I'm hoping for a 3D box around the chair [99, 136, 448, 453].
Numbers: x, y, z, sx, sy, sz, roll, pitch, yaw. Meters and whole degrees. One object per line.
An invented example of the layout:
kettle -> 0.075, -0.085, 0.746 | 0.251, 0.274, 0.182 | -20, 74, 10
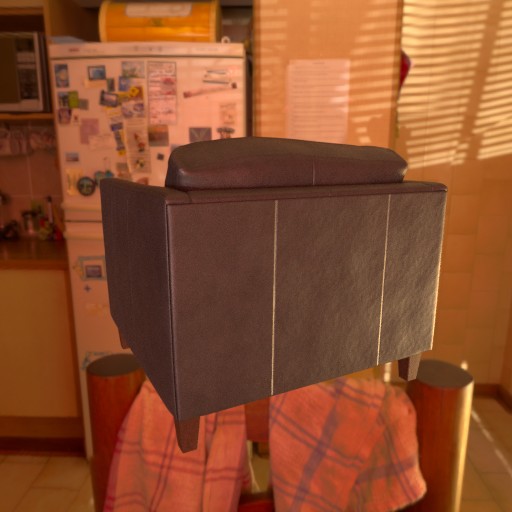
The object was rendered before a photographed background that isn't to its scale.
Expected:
chair -> 0.000, 0.000, 1.602 | 0.939, 0.811, 0.862 | -7, 14, -27
